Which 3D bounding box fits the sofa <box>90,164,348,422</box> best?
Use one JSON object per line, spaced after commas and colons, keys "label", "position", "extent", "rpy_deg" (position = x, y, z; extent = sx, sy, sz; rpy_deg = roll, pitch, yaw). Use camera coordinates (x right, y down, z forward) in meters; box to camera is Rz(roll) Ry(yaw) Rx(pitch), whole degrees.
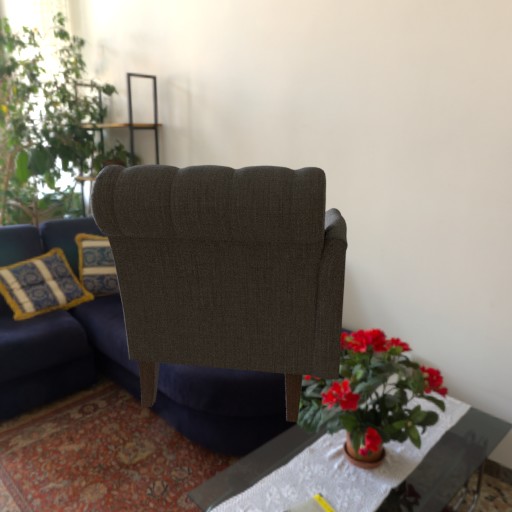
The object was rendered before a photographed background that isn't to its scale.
{"label": "sofa", "position": [0.000, 0.000, 1.794], "extent": [0.675, 0.787, 1.379], "rpy_deg": [2, 15, 9]}
